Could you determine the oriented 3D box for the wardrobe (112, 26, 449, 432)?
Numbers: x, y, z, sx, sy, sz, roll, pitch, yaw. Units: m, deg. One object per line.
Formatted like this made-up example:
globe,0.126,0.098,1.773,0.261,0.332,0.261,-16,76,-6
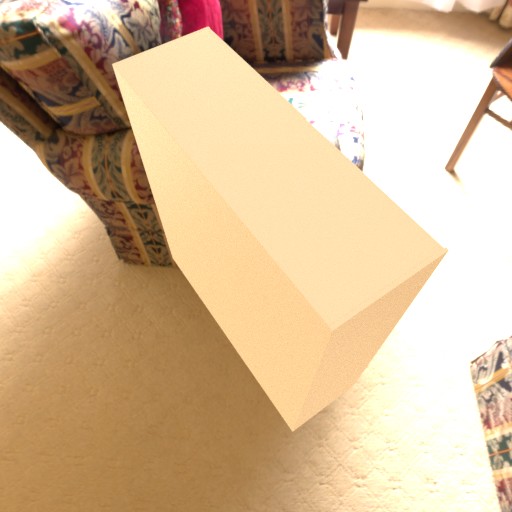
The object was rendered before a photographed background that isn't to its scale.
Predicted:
wardrobe,0.000,0.000,2.923,0.600,2.020,1.830,-31,64,-17
